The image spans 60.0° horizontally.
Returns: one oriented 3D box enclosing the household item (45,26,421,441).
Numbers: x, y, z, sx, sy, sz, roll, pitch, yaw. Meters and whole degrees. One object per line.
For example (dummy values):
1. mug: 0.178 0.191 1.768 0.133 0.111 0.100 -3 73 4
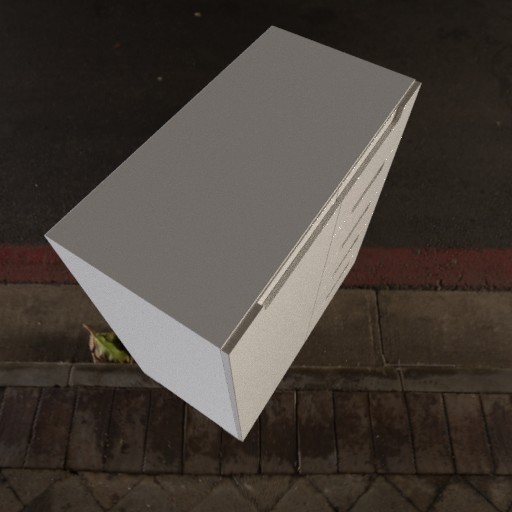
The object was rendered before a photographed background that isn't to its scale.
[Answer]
1. household item: 0.000 0.000 1.311 0.420 0.870 0.800 29 63 17
